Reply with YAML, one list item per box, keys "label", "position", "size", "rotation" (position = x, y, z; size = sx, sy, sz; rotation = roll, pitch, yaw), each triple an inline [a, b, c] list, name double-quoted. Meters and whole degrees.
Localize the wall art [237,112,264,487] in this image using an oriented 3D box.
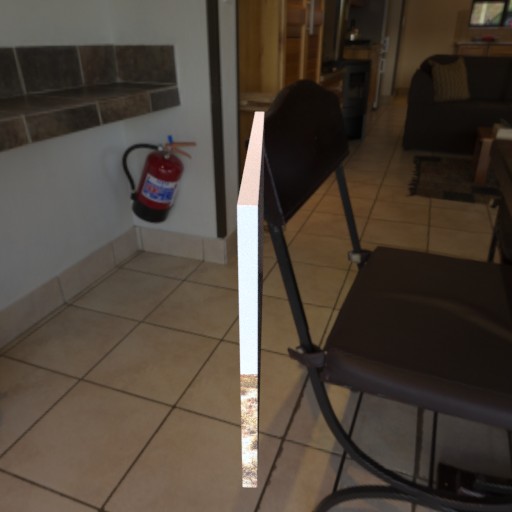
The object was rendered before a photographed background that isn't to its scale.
- label: "wall art"
  position: [0.000, 0.000, 1.972]
  size: [0.051, 1.016, 1.520]
  rotation: [1, 26, 1]
